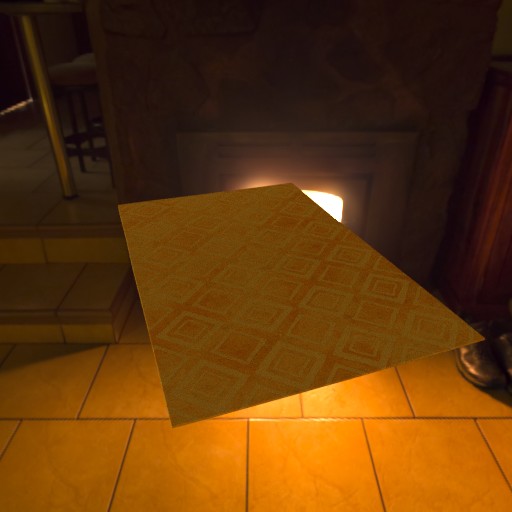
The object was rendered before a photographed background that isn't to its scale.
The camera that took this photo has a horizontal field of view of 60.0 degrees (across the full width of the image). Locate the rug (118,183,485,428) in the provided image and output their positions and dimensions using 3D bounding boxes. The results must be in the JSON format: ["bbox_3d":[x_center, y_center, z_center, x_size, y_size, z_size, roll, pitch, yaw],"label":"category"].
[{"bbox_3d":[0.000,0.000,2.266,1.213,0.010,1.829,-10,31,-17],"label":"rug"}]
